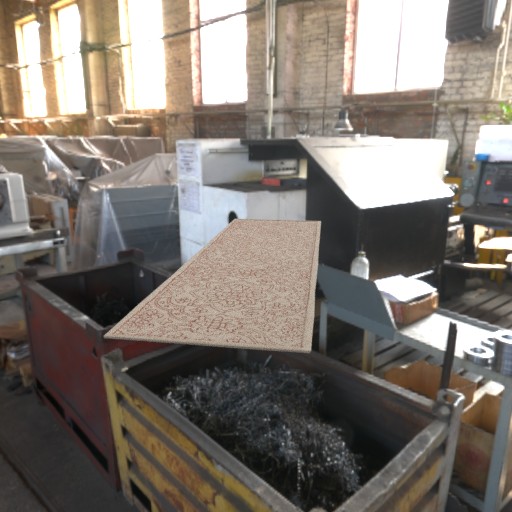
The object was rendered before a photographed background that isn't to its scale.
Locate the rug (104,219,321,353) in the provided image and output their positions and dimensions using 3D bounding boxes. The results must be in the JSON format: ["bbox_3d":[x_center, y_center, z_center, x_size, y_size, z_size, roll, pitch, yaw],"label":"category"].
[{"bbox_3d":[0.000,0.000,2.749,0.769,0.012,2.448,2,15,9],"label":"rug"}]
